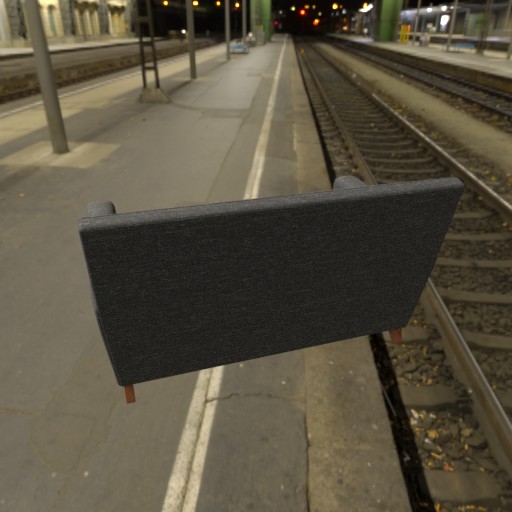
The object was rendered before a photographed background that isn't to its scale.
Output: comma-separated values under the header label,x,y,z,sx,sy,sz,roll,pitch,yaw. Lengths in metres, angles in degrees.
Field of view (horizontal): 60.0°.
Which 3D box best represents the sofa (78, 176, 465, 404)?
label,x,y,z,sx,sy,sz,roll,pitch,yaw
sofa,0.000,0.000,2.007,1.420,0.846,0.875,-8,29,-15
